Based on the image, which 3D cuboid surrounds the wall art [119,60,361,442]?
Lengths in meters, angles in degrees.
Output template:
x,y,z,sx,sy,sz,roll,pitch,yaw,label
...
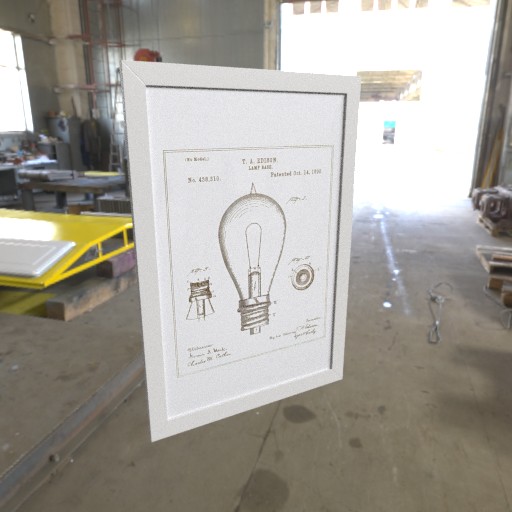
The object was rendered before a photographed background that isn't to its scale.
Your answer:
x,y,z,sx,sy,sz,roll,pitch,yaw,label
0.000,0.000,0.608,0.325,0.474,0.010,-9,19,-27,wall art
